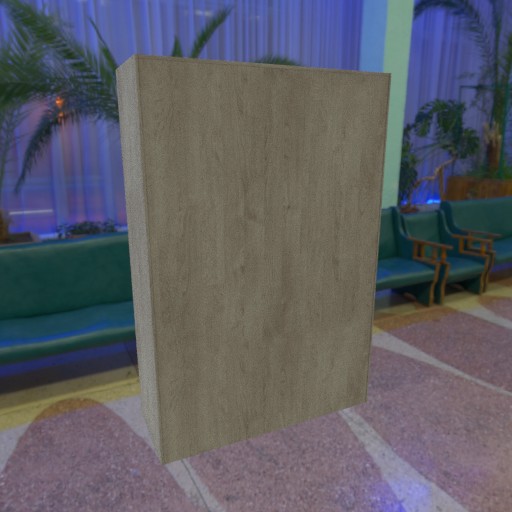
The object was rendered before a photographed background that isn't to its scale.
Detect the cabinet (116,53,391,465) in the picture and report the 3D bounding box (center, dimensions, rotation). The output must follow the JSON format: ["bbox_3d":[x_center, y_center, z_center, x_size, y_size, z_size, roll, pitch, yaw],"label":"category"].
[{"bbox_3d":[0.000,0.000,2.467,1.290,1.910,0.510,-7,17,-24],"label":"cabinet"}]
